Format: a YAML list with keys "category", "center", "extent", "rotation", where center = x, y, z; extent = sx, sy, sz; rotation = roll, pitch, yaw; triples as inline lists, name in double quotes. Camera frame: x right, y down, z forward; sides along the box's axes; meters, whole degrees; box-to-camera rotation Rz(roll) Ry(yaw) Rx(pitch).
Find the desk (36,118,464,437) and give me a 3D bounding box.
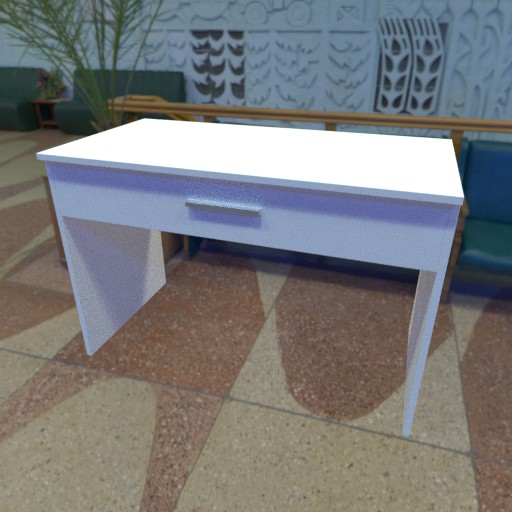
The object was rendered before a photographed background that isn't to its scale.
- category: "desk"
  center: [0.000, 0.000, 1.474]
  extent: [1.100, 0.730, 0.560]
  rotation: [9, 29, 17]
